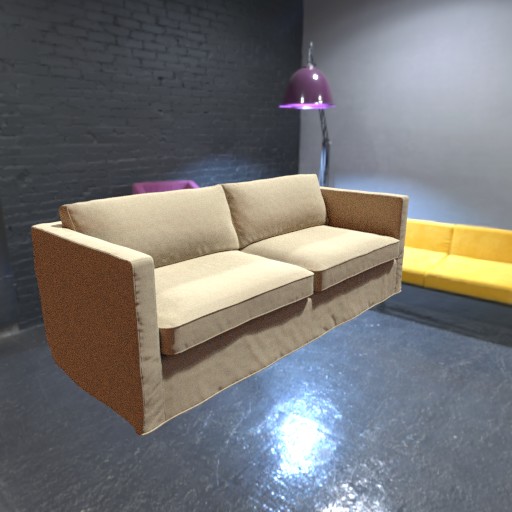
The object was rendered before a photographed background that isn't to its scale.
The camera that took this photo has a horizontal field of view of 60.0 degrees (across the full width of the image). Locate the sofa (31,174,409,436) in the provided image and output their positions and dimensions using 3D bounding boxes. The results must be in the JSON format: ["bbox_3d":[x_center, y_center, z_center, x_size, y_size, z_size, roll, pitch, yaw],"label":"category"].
[{"bbox_3d":[0.000,0.000,2.758,0.962,0.853,2.312,14,21,41],"label":"sofa"}]
